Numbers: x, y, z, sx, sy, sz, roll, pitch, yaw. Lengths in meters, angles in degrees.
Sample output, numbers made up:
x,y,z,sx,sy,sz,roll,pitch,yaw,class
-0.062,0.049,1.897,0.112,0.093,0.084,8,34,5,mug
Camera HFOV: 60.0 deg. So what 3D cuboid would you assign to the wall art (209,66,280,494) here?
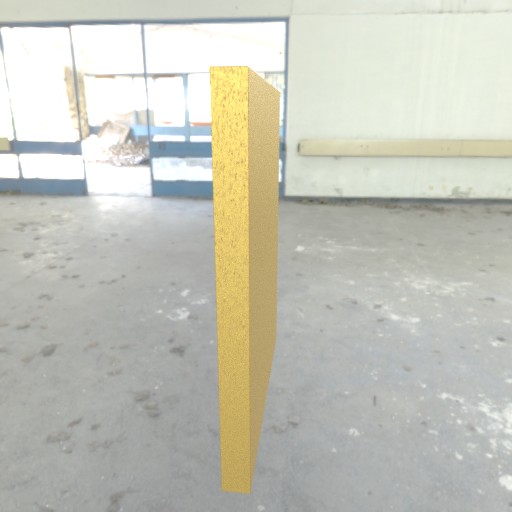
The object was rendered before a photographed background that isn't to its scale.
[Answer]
x,y,z,sx,sy,sz,roll,pitch,yaw,class
0.000,0.000,0.881,0.048,0.642,0.537,2,17,7,wall art
